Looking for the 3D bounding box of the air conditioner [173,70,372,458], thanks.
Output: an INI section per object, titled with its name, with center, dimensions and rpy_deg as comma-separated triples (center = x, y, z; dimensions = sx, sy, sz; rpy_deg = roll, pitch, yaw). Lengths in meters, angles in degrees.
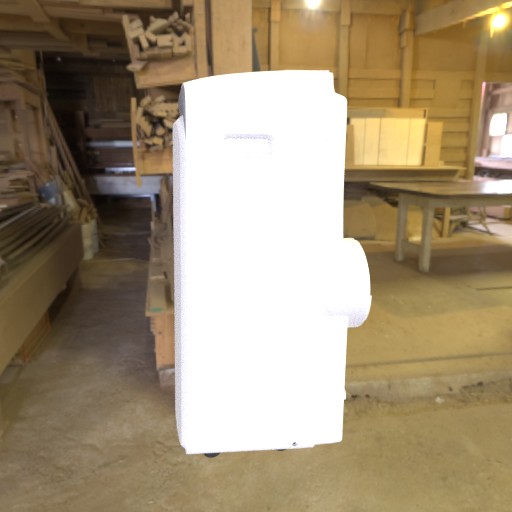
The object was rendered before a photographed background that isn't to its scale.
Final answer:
[air conditioner]
center = 0.000, 0.000, 0.949
dimensions = 0.365, 0.700, 0.454
rpy_deg = -2, 14, -8
